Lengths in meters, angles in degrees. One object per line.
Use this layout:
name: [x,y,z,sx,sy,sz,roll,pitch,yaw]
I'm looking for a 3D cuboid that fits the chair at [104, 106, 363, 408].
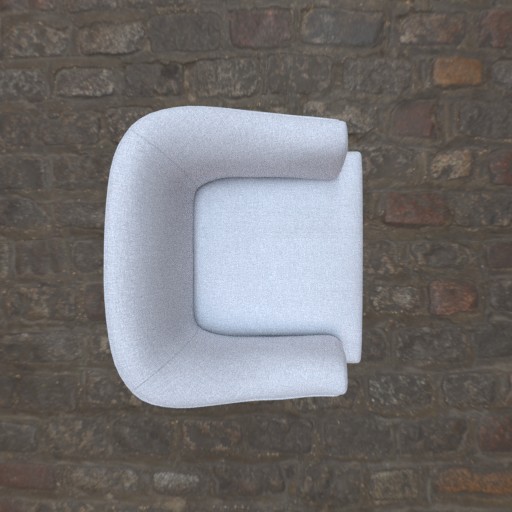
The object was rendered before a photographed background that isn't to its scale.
chair: [0.000,0.000,1.443,0.704,0.815,0.798,0,91,1]
